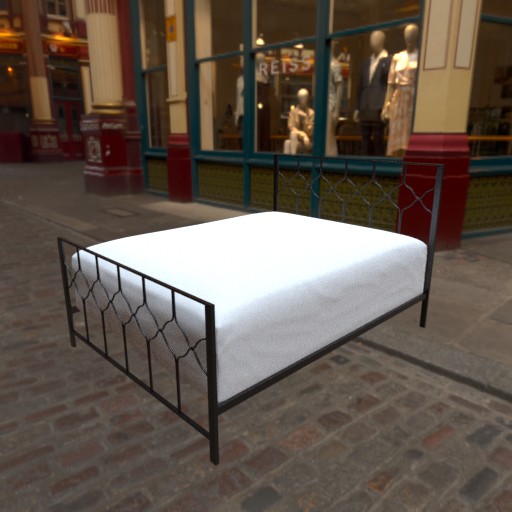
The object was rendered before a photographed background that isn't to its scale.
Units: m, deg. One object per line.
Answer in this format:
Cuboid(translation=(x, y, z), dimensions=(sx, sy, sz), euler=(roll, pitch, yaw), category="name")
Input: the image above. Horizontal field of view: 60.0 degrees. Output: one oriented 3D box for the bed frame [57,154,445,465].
Cuboid(translation=(0.000, 0.000, 3.074), dimensions=(2.063, 1.222, 1.597), euler=(-15, 22, -42), category="bed frame")
